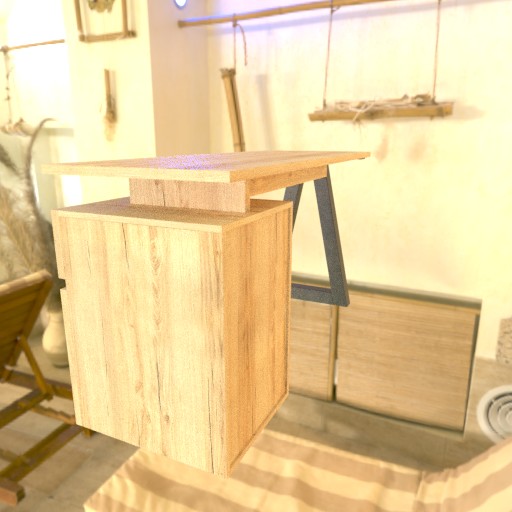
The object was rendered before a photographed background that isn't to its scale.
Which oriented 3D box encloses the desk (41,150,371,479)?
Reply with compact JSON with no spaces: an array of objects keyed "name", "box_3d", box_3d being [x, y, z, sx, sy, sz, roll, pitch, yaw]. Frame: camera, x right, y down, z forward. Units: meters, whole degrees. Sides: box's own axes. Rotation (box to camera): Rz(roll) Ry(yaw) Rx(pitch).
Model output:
[{"name":"desk","box_3d":[0.000,0.000,1.726,0.550,0.760,1.400,7,17,25]}]
